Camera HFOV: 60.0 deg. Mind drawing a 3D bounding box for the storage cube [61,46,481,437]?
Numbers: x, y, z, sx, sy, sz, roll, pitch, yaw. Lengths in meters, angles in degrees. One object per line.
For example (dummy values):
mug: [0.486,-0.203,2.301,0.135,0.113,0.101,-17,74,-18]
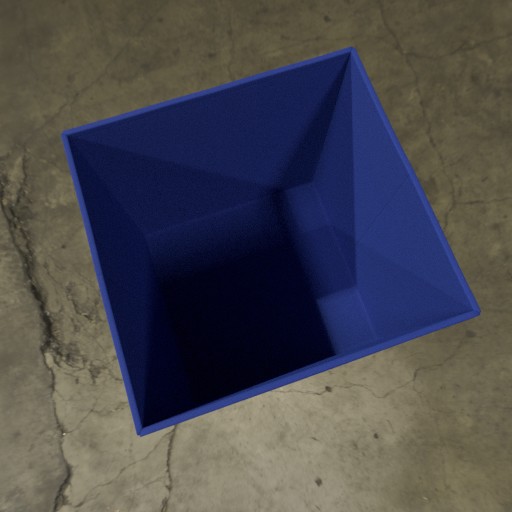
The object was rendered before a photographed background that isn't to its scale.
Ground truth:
storage cube: [0.000,0.000,0.485,0.270,0.280,0.270,-18,75,-5]
